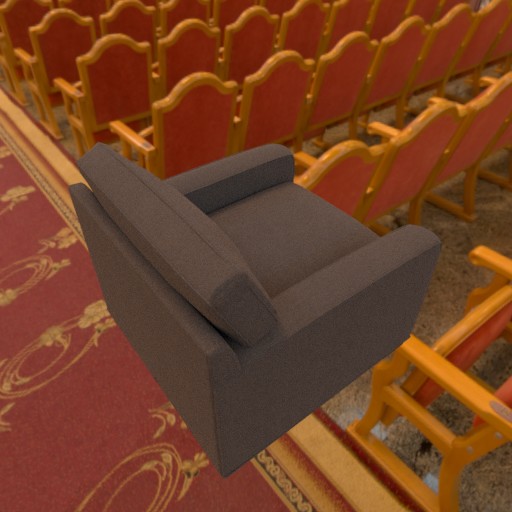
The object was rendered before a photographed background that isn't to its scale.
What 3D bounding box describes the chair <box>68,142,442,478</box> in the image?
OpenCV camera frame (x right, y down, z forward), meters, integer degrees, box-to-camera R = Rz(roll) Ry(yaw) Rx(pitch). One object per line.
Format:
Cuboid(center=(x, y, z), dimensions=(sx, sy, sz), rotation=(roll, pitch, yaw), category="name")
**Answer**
Cuboid(center=(0.000, 0.000, 1.798), dimensions=(1.043, 0.913, 0.997), rotation=(-27, 48, -27), category="chair")
